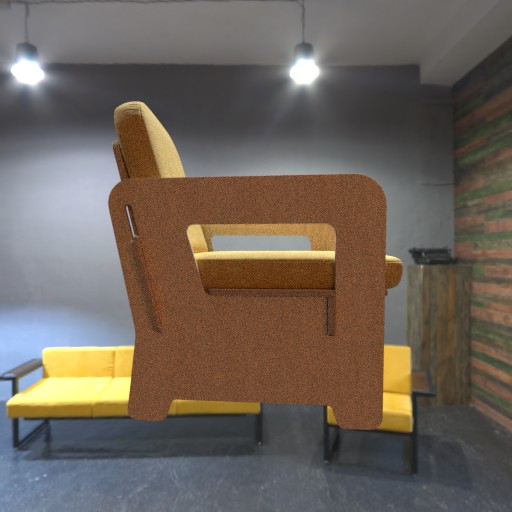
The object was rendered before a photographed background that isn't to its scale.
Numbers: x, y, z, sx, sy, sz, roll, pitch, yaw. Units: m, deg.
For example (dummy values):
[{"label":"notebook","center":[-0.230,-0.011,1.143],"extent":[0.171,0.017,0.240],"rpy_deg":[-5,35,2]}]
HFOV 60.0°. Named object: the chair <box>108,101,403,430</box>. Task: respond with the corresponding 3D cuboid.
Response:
[{"label":"chair","center":[0.000,0.000,1.276],"extent":[0.710,0.800,0.590],"rpy_deg":[0,0,1]}]
